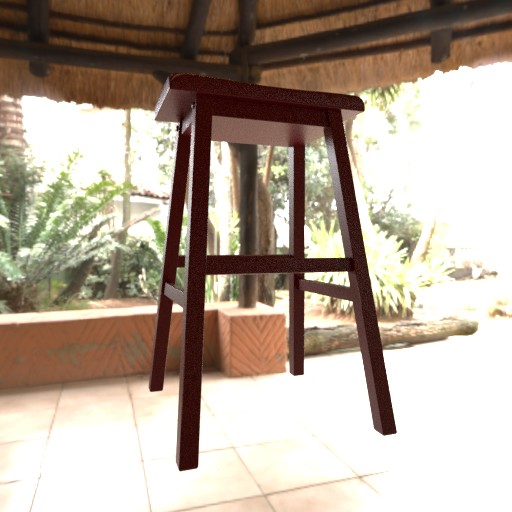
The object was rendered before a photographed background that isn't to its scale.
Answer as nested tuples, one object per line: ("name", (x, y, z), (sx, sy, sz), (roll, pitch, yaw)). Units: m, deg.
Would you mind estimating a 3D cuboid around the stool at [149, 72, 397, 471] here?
("stool", (0.000, 0.000, 1.064), (0.457, 0.737, 0.476), (-1, 2, -20))
